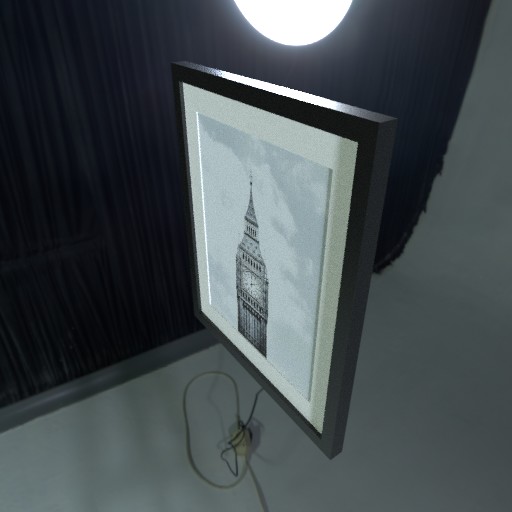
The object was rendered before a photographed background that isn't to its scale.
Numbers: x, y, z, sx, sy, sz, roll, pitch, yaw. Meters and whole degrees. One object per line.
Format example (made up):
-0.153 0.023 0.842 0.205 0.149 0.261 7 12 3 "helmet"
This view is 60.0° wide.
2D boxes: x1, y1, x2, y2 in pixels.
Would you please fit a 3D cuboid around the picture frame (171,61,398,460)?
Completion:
0.000 0.000 0.753 0.028 0.556 0.460 -21 38 -30 "picture frame"
